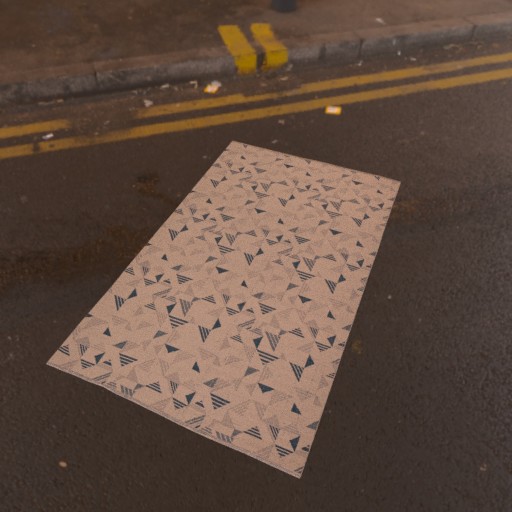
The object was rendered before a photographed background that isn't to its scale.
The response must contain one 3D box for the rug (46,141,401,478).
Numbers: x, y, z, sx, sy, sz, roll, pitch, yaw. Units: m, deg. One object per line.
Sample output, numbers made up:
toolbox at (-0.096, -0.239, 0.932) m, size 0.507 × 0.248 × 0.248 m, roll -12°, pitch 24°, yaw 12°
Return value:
rug at (0.000, 0.000, 3.050) m, size 1.512 × 0.009 × 2.457 m, roll 18°, pitch 50°, yaw 16°
